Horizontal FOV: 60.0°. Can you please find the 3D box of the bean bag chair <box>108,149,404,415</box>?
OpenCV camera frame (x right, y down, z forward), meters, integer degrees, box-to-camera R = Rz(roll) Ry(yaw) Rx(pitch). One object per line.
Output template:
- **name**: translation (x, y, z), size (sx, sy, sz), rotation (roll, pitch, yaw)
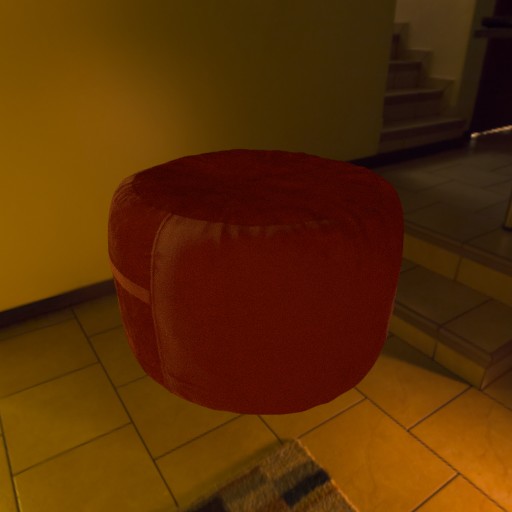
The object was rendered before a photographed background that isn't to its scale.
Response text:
- **bean bag chair**: translation (0.000, 0.000, 1.958), size (1.219, 0.762, 1.219), rotation (0, 27, 0)
